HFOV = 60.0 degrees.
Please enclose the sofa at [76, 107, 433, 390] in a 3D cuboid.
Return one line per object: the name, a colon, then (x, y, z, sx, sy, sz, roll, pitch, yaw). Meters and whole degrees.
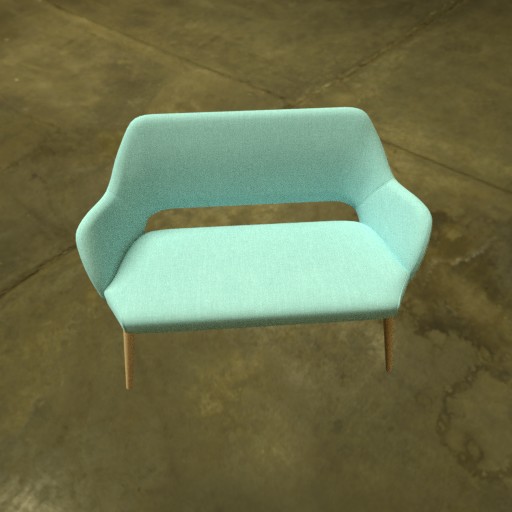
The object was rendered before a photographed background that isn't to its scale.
sofa: (0.000, 0.000, 1.622, 1.150, 0.840, 0.610, -3, 47, -3)
